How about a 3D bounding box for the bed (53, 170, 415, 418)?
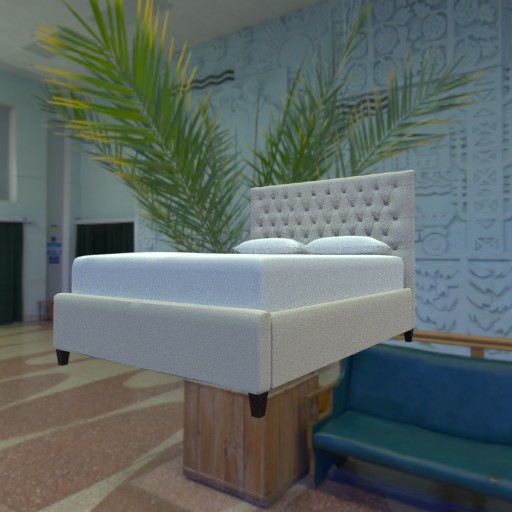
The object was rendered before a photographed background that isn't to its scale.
[{"bbox_3d":[0.000,0.000,3.296,1.696,1.426,2.233,0,0,36],"label":"bed"}]
